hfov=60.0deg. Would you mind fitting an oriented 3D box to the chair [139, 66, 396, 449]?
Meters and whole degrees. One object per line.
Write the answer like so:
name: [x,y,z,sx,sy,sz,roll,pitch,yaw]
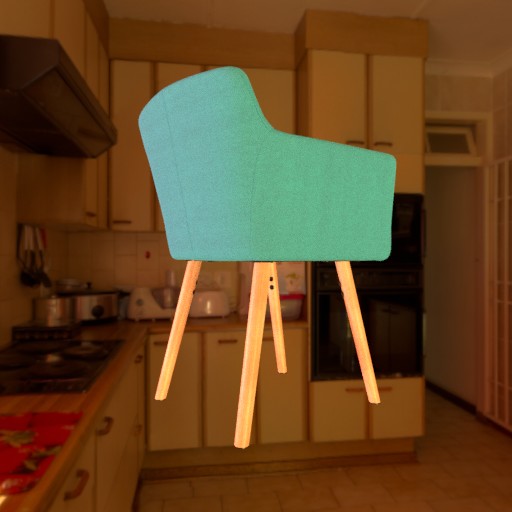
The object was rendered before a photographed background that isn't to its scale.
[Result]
chair: [0.000,0.000,1.175,0.540,0.780,0.570,0,0,-38]
